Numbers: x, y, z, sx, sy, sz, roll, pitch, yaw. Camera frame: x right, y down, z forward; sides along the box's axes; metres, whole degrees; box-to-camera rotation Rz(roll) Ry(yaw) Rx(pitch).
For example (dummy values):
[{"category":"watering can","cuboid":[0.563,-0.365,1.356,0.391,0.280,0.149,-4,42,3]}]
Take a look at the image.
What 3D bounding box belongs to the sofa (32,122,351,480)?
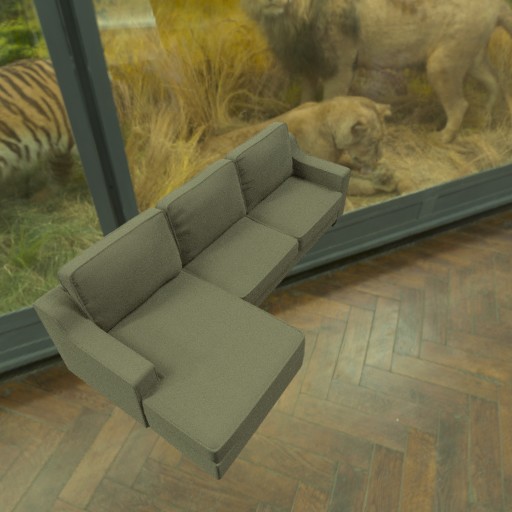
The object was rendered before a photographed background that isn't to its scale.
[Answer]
[{"category":"sofa","cuboid":[0.000,0.000,3.160,1.294,0.928,2.561,25,48,25]}]
